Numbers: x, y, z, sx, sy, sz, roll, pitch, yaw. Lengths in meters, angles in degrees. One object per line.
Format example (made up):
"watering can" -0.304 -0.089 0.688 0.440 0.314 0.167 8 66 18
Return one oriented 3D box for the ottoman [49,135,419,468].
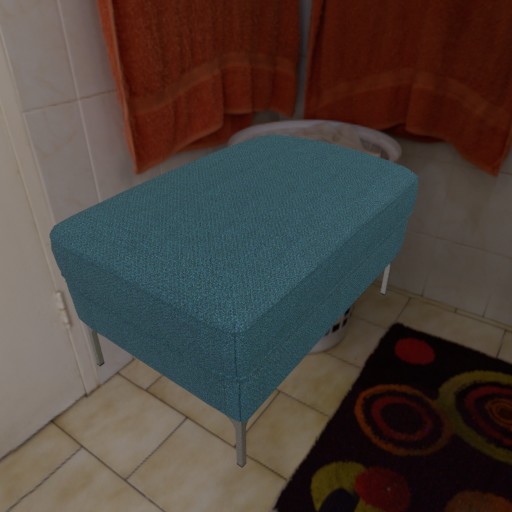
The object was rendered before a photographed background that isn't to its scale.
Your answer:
"ottoman" 0.000 0.000 1.203 0.563 0.498 0.856 22 38 30
